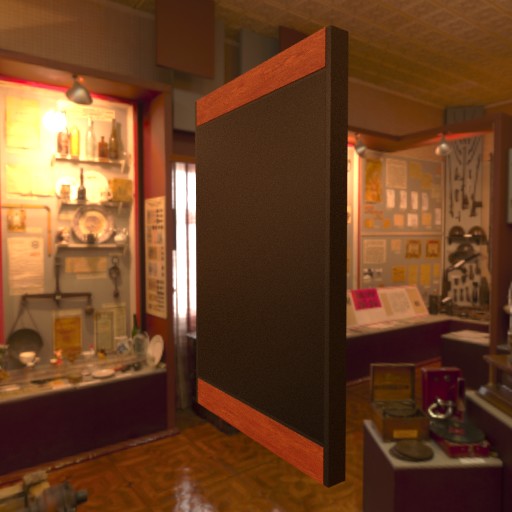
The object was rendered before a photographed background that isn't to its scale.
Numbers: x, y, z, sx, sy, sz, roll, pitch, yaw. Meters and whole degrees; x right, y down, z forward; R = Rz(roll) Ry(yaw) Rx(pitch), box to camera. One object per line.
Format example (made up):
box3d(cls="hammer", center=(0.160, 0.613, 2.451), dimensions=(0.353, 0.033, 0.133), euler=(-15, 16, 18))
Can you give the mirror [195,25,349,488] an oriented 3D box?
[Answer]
box3d(cls="mirror", center=(0.000, 0.000, 1.015), dimensions=(0.047, 0.823, 0.525), euler=(-1, 2, -34))
